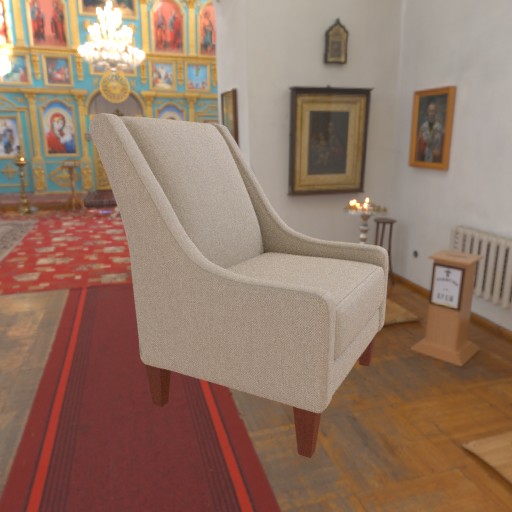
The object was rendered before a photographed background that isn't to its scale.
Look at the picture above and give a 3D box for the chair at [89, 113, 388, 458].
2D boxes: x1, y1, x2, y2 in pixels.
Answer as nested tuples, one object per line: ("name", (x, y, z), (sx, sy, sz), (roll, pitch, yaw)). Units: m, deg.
("chair", (0.000, 0.000, 1.681), (0.870, 1.014, 0.774), (7, 15, 28))
